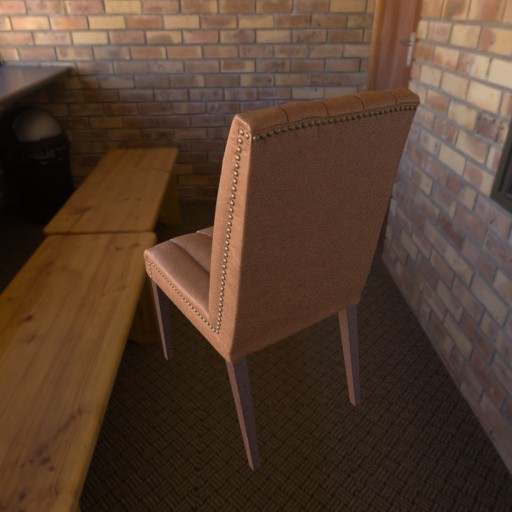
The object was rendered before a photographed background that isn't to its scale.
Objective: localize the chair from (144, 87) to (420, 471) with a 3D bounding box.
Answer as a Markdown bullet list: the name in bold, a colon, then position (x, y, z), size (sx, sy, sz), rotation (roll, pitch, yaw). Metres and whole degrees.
- **chair**: position (0.000, 0.000, 1.360), size (0.511, 1.016, 0.647), rotation (-19, 35, -30)
